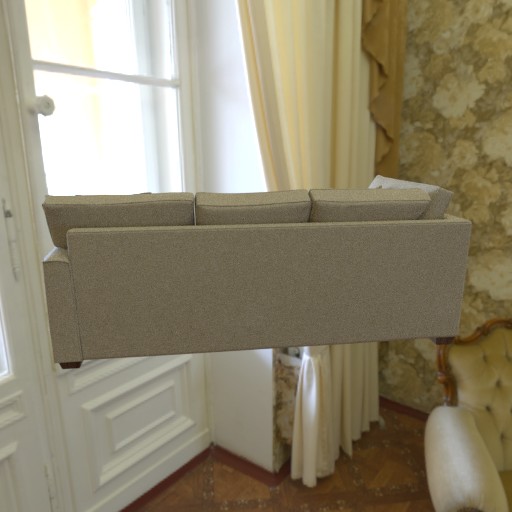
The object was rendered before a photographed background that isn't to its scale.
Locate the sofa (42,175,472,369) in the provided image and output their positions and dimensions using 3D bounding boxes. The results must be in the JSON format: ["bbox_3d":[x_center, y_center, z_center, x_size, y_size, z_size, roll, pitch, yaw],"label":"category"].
[{"bbox_3d":[0.000,0.000,2.886,2.323,0.948,1.053,-2,15,-8],"label":"sofa"}]
